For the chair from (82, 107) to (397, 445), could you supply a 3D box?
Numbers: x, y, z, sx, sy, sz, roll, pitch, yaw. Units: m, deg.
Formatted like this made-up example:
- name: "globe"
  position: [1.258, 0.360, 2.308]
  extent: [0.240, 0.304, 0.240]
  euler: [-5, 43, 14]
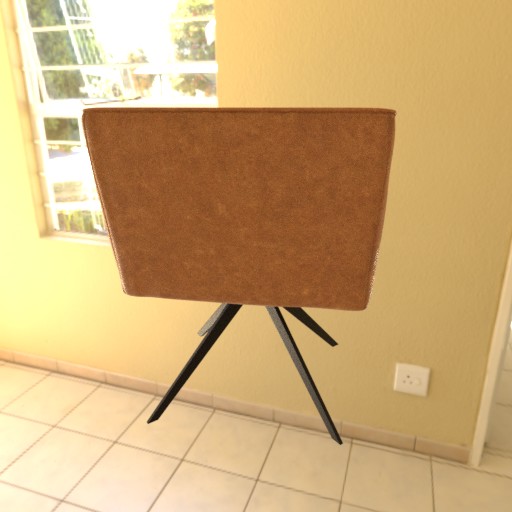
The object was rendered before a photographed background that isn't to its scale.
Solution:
- name: "chair"
  position: [0.000, 0.000, 1.189]
  extent: [0.588, 0.760, 0.625]
  euler: [3, 19, 8]
